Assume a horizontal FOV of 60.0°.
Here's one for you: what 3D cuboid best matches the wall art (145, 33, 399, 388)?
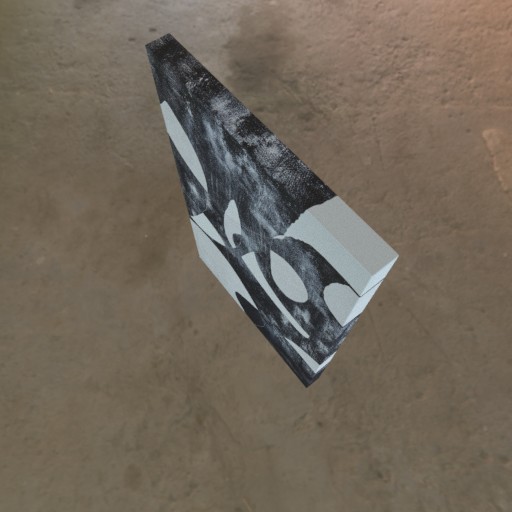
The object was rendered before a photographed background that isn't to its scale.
[{"bbox_3d":[0.000,0.000,0.769,0.039,0.610,0.407,-35,69,-16],"label":"wall art"}]
